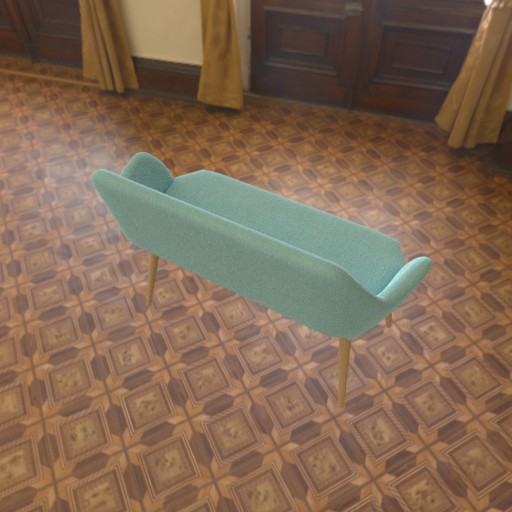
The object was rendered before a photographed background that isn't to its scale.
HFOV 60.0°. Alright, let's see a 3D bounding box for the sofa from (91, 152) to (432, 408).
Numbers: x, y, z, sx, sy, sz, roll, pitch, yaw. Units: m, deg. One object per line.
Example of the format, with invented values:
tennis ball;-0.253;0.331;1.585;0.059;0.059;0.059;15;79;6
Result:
sofa;0.000;0.000;1.644;1.150;0.840;0.610;23;51;20
